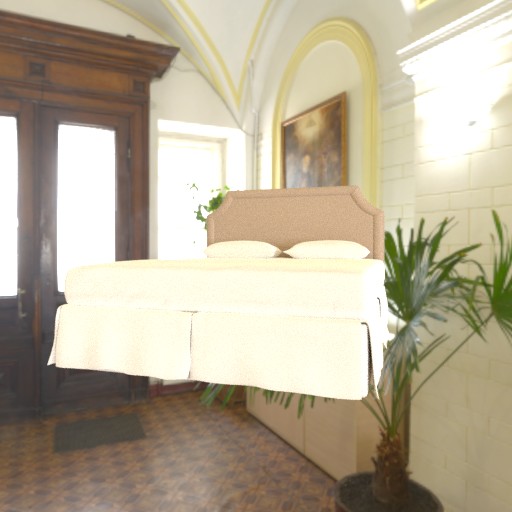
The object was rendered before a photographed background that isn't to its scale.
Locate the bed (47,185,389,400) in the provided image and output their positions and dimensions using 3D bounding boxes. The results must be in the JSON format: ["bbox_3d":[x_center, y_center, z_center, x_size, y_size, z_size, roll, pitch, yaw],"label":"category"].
[{"bbox_3d":[0.000,0.000,4.128,2.350,1.590,2.773,0,1,18],"label":"bed"}]
